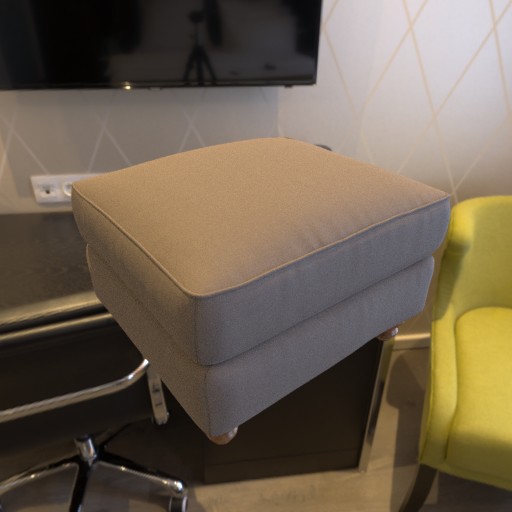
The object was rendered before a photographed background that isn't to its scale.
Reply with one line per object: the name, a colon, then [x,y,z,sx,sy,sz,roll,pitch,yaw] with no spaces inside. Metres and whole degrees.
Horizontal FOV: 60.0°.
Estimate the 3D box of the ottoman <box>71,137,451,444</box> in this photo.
ottoman: [0.000,0.000,1.154,0.721,0.505,0.662,-21,37,-31]
